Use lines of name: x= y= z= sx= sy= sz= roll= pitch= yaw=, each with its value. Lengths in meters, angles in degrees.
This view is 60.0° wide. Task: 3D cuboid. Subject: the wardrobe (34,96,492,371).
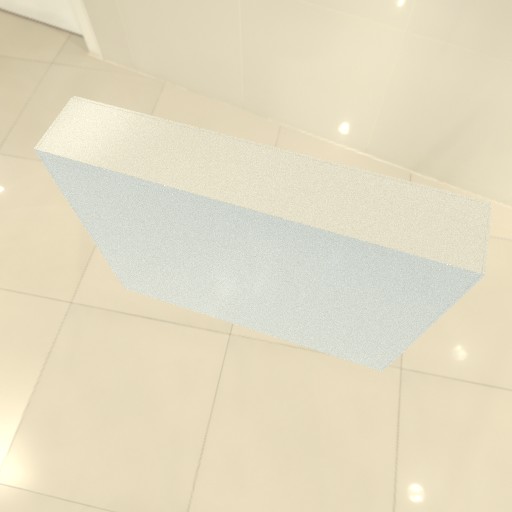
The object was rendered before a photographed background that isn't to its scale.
wardrobe: x=0.000 y=0.000 z=3.966 sx=3.000 sy=2.360 sz=0.580 roll=16 pitch=63 yaw=9
